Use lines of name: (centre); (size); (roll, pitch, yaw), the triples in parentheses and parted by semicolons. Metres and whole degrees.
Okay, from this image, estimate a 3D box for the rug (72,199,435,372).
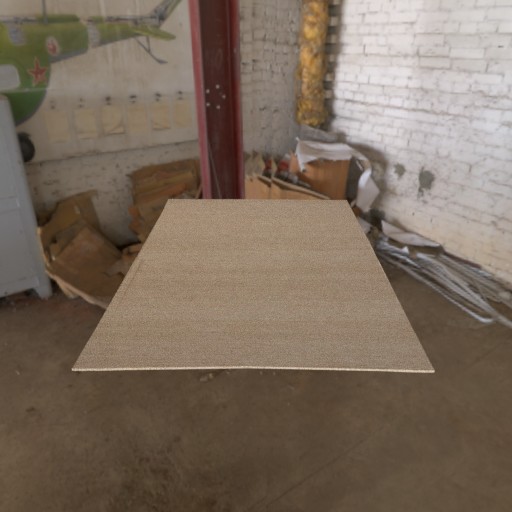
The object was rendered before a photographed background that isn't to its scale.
rug: (0.000, 0.000, 3.747); (2.032, 0.038, 2.869); (0, 27, 1)
